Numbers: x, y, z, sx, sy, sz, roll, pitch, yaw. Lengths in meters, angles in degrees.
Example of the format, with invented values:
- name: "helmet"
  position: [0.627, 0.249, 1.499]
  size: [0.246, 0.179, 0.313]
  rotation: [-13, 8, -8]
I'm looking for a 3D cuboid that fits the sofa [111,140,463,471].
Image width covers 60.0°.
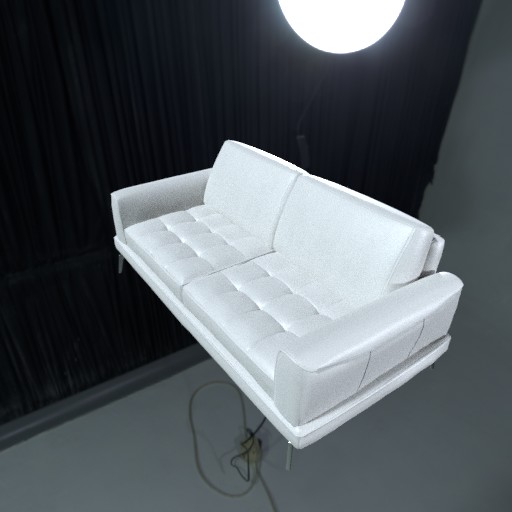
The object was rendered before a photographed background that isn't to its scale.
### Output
- name: "sofa"
  position: [0.000, 0.000, 2.738]
  size: [1.121, 0.930, 2.177]
  rotation: [-20, 37, -30]
